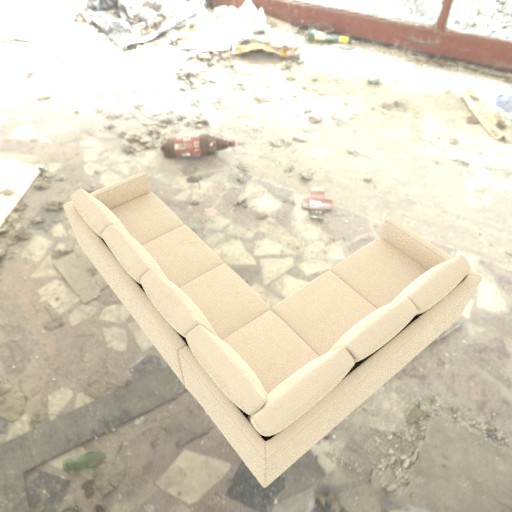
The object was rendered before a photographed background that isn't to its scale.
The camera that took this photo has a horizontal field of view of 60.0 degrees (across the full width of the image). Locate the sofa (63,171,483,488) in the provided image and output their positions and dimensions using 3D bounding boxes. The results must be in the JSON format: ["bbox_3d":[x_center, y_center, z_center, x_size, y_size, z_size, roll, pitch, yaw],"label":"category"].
[{"bbox_3d":[0.000,0.000,4.277,2.432,0.863,3.182,-30,53,-26],"label":"sofa"}]
